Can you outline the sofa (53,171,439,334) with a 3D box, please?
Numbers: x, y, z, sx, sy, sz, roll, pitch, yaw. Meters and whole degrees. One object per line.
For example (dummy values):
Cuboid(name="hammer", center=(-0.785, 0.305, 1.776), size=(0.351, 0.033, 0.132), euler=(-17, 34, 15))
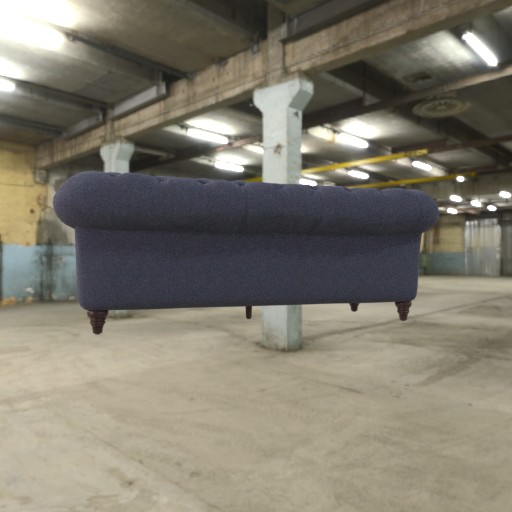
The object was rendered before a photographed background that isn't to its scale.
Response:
Cuboid(name="sofa", center=(0.000, 0.000, 2.774), size=(2.335, 0.836, 1.046), euler=(0, -1, -17))
